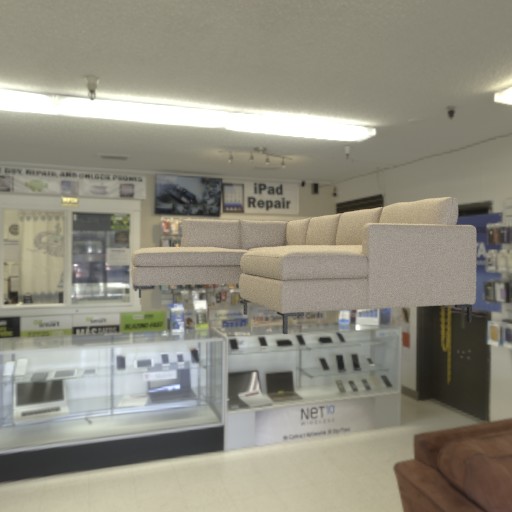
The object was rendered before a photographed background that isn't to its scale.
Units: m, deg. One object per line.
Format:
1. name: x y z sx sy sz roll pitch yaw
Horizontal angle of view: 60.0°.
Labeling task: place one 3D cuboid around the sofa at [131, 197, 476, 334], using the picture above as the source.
1. sofa: 0.000 0.000 3.591 1.879 0.756 2.737 0 1 -18
